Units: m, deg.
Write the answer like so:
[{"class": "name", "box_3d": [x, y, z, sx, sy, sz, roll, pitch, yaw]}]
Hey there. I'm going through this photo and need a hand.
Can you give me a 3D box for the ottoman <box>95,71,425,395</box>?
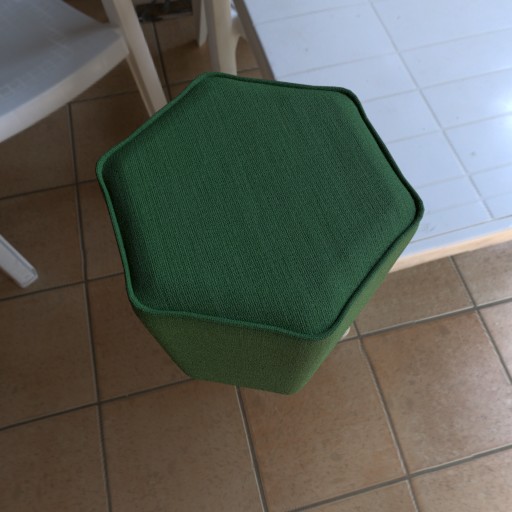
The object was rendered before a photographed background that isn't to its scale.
[{"class": "ottoman", "box_3d": [0.000, 0.000, 0.871, 0.444, 0.507, 0.499, -19, 66, -9]}]
